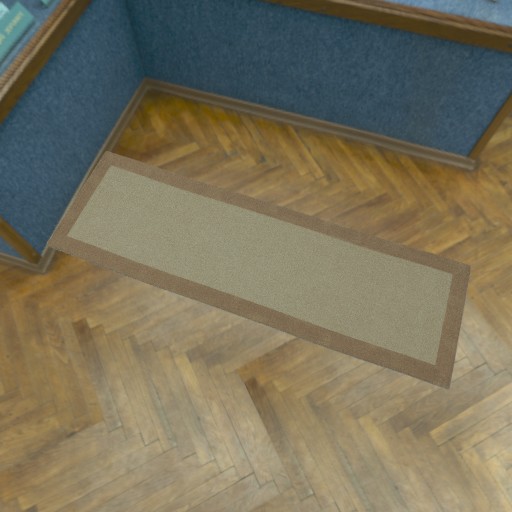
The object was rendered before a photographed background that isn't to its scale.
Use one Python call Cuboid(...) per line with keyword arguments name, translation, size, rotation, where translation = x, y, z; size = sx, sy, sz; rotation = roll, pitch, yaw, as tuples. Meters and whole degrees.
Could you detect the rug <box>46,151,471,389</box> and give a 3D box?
Cuboid(name="rug", translation=(0.000, 0.000, 2.642), size=(2.430, 0.012, 0.767), rotation=(18, 66, 9))
